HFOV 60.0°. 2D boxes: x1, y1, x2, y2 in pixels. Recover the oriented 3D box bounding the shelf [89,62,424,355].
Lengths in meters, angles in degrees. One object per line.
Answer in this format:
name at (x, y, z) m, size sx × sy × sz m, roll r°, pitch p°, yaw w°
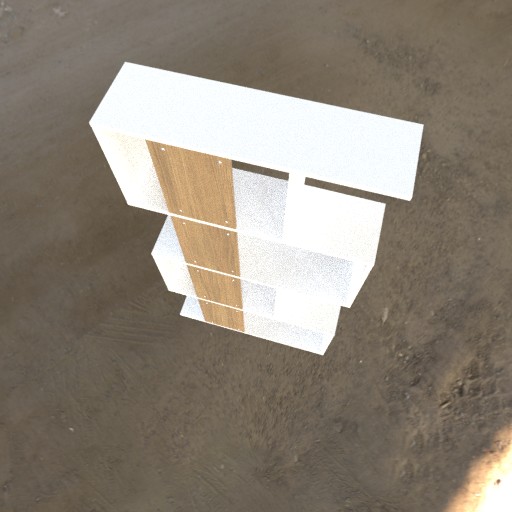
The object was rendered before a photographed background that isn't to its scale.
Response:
shelf at (0.000, 0.000, 1.963) m, size 0.890 × 1.650 × 0.250 m, roll 14°, pitch 65°, yaw 7°
